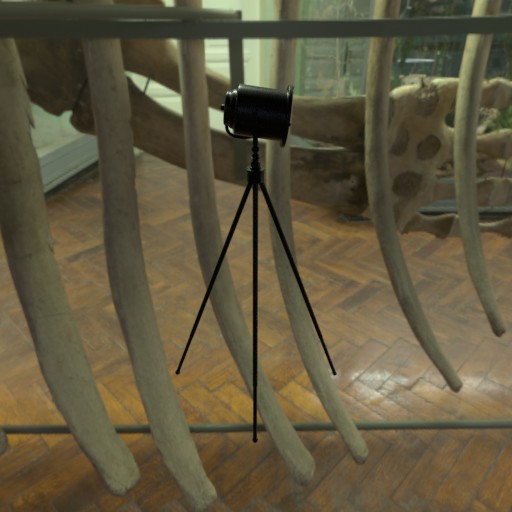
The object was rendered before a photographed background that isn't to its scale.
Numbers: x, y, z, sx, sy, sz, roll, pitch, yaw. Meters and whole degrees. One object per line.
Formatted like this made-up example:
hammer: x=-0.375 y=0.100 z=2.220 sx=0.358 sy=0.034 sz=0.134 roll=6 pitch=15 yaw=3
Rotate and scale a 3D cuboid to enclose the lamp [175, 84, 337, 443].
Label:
lamp: x=0.000 y=0.000 z=2.054 sx=0.884 sy=1.504 sz=0.879 roll=0 pitch=30 yaw=0
